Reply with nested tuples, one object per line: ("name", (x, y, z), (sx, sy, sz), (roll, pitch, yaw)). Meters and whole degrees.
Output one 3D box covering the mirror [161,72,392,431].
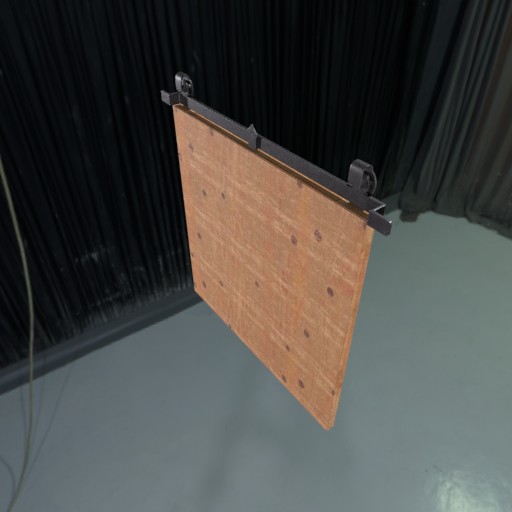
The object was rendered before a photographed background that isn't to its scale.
("mirror", (0.000, 0.000, 1.206), (0.054, 0.800, 0.805), (-25, 45, -28))
